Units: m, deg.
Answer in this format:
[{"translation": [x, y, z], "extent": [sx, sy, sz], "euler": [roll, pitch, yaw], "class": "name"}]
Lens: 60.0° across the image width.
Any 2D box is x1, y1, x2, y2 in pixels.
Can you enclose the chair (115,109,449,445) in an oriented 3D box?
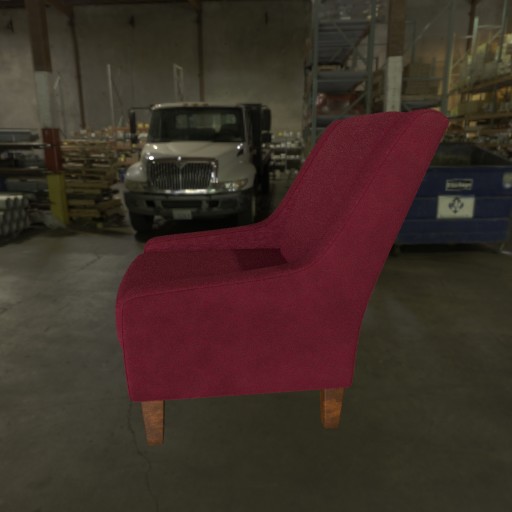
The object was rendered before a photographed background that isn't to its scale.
[{"translation": [0.000, 0.000, 1.652], "extent": [0.985, 1.017, 0.793], "euler": [-2, 15, -8], "class": "chair"}]
